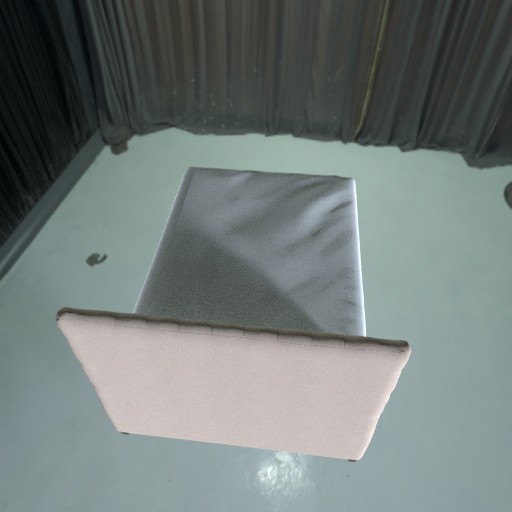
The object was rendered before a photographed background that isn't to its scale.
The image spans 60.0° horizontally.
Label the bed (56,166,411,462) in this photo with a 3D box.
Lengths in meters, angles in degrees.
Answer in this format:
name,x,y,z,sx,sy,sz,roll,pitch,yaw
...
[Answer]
name,x,y,z,sx,sy,sz,roll,pitch,yaw
bed,0.000,0.000,3.346,1.698,1.427,2.387,5,48,5
